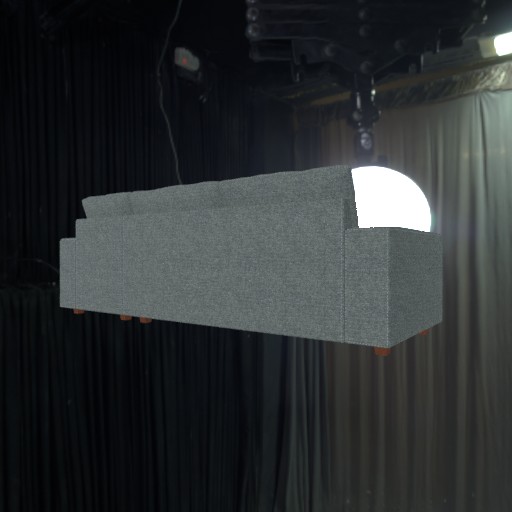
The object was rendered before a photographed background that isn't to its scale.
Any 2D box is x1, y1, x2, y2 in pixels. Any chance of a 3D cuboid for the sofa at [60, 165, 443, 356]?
[{"bbox_3d":[0.000,0.000,3.483,2.718,0.940,1.689,0,0,36],"label":"sofa"}]
